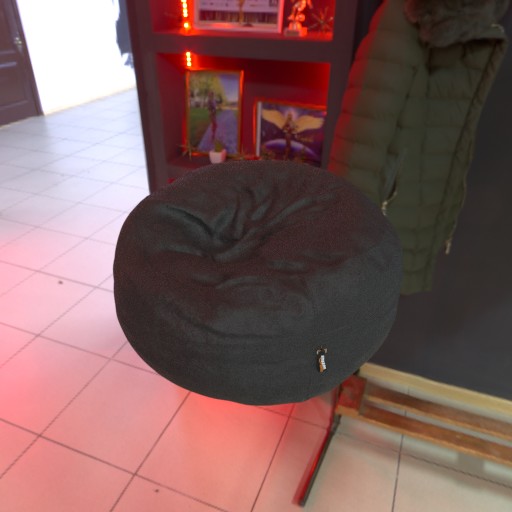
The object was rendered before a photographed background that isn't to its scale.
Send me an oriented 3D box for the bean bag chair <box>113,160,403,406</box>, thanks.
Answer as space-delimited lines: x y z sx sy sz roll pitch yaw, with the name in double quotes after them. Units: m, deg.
0.000 0.000 2.403 1.525 0.751 1.525 0 31 0 "bean bag chair"
